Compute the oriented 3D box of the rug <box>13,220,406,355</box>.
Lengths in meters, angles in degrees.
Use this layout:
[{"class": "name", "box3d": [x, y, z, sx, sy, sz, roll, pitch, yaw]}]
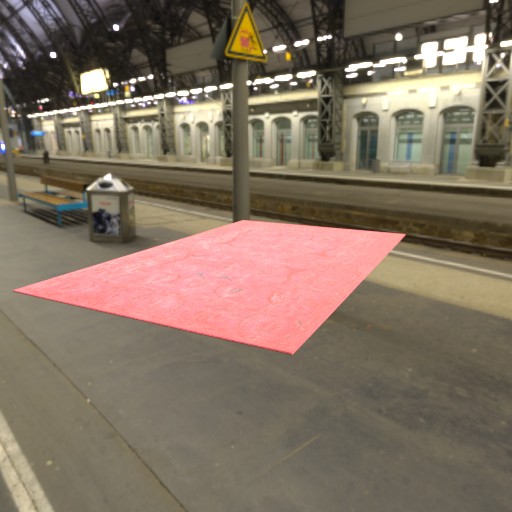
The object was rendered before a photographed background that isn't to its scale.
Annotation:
[{"class": "rug", "box3d": [0.000, 0.000, 2.953, 1.534, 0.010, 2.423, 7, 16, 26]}]
